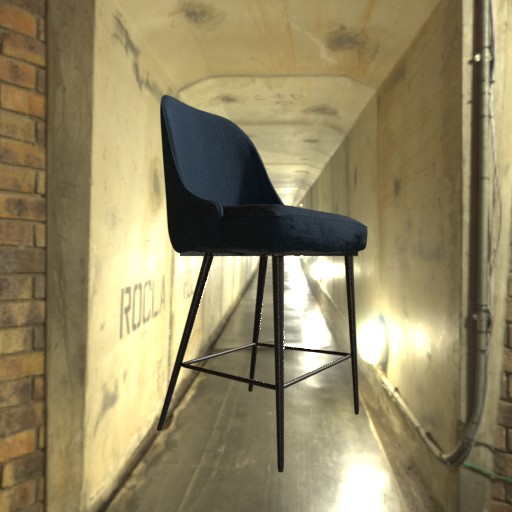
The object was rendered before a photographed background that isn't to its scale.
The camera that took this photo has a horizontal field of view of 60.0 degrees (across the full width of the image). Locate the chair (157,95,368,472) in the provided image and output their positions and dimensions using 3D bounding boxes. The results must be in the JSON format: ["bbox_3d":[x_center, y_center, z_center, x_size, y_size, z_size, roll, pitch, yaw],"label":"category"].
[{"bbox_3d":[0.000,0.000,1.245,0.489,0.927,0.526,0,0,35],"label":"chair"}]
